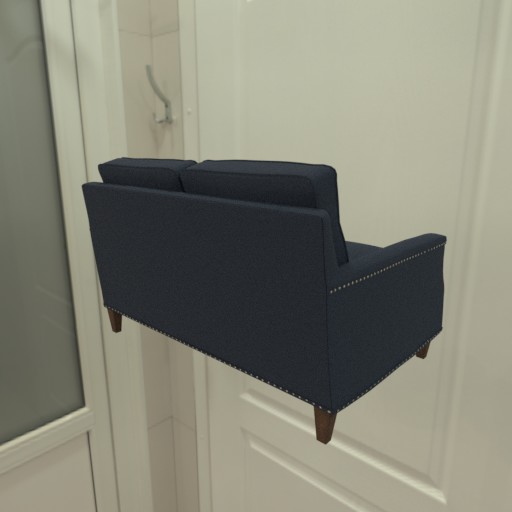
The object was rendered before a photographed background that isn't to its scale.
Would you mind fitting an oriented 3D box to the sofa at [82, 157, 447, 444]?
[{"bbox_3d":[0.000,0.000,2.278,1.597,1.003,1.084,13,20,41],"label":"sofa"}]
